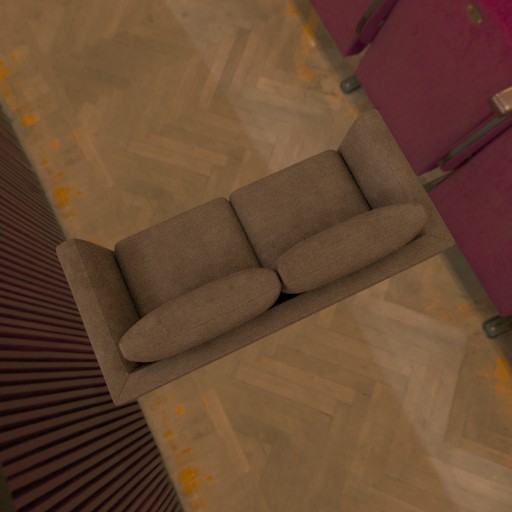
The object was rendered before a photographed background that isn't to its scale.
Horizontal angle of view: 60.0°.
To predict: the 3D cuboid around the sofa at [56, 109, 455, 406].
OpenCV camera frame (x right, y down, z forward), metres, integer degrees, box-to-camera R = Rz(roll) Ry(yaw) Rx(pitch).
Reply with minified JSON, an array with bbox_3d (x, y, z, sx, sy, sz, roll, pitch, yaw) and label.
[{"bbox_3d":[0.000,0.000,2.434,1.832,1.013,0.855,-25,77,-6],"label":"sofa"}]
